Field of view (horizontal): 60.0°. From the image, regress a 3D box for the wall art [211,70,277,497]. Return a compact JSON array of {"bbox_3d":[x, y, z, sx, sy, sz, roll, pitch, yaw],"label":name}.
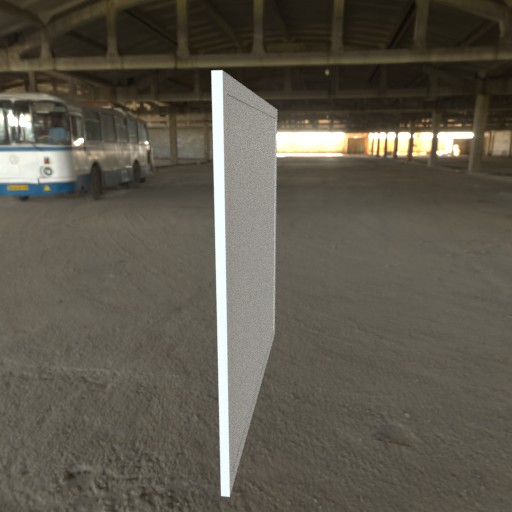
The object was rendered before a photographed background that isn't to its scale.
[{"bbox_3d":[0.000,0.000,0.973,0.015,0.660,0.660,2,14,9],"label":"wall art"}]
